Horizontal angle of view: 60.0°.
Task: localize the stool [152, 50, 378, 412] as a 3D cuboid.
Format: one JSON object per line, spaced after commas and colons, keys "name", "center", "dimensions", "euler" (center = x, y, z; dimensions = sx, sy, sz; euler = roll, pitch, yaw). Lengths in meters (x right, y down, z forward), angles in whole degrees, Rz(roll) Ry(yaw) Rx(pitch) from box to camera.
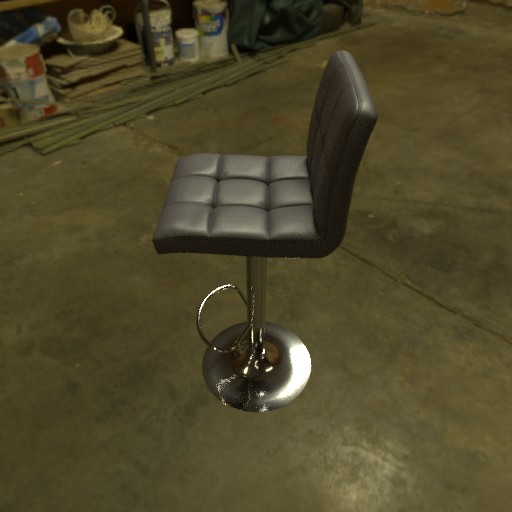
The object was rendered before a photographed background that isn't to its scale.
{"name": "stool", "center": [0.000, 0.000, 1.376], "dimensions": [0.505, 1.115, 0.430], "euler": [1, 41, 1]}
